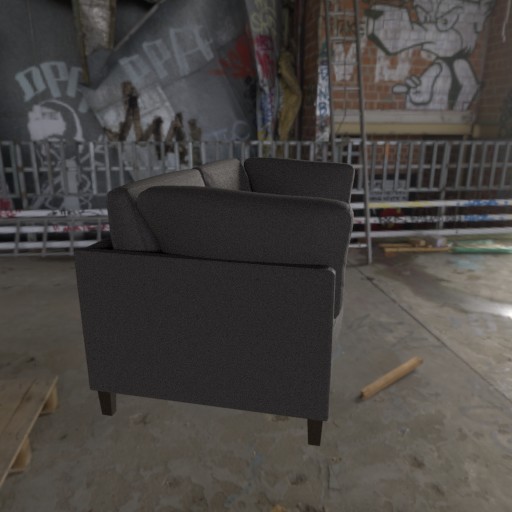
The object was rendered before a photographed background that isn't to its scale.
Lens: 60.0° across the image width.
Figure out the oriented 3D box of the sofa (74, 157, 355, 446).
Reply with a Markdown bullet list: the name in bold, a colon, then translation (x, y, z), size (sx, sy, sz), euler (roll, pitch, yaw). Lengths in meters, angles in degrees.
- **sofa**: translation (0.000, 0.000, 2.337), size (0.969, 0.920, 1.751), euler (3, 17, 12)
